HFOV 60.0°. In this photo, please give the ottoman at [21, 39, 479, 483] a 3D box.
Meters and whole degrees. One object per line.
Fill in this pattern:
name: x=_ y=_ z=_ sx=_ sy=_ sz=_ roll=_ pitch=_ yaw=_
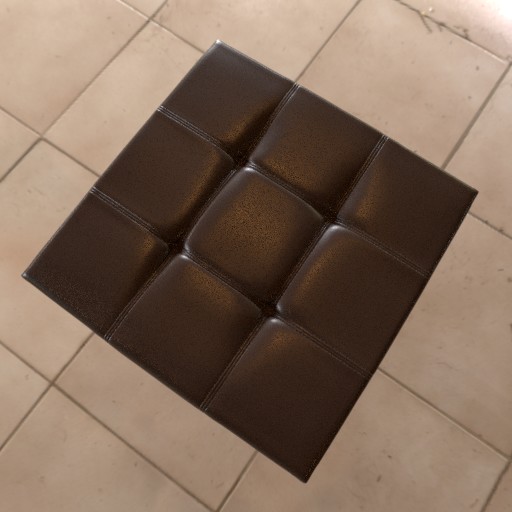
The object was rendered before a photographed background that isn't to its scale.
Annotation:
ottoman: x=0.000 y=0.000 z=1.236 sx=0.787 sy=0.460 sz=0.788 roll=33 pitch=78 yaw=8
